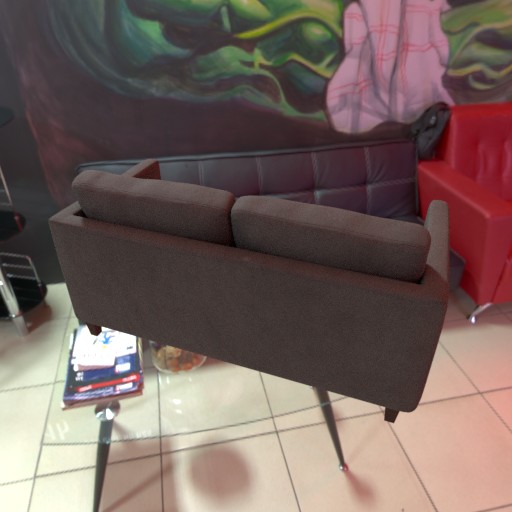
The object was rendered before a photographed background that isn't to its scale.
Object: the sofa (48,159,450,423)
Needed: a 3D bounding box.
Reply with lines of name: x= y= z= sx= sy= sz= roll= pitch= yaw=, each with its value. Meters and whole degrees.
sofa: x=0.000 y=0.000 z=2.414 sx=1.884 sy=0.963 sz=0.950 roll=11 pitch=34 yaw=17
